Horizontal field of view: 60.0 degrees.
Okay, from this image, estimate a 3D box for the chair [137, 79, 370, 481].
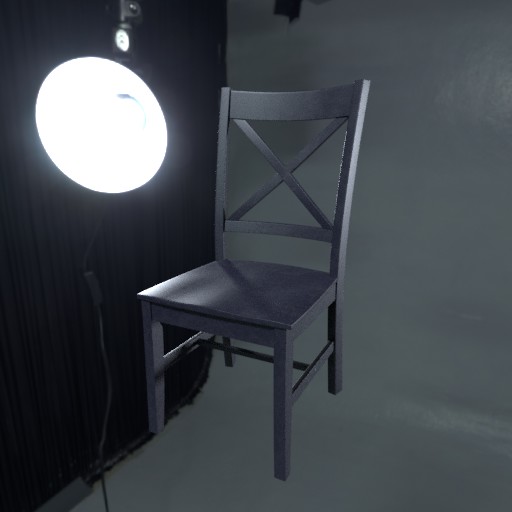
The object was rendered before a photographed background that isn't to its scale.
[{"bbox_3d":[0.000,0.000,1.291,0.485,0.983,0.542,8,17,26],"label":"chair"}]
